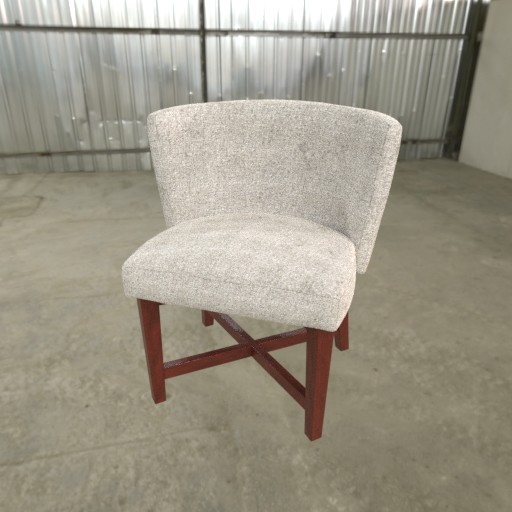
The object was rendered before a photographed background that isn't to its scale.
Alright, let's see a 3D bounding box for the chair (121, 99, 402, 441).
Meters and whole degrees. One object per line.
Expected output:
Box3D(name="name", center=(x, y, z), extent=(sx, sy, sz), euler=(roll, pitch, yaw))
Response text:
Box3D(name="chair", center=(0.000, 0.000, 1.306), extent=(0.728, 0.827, 0.575), euler=(7, 26, 16))
